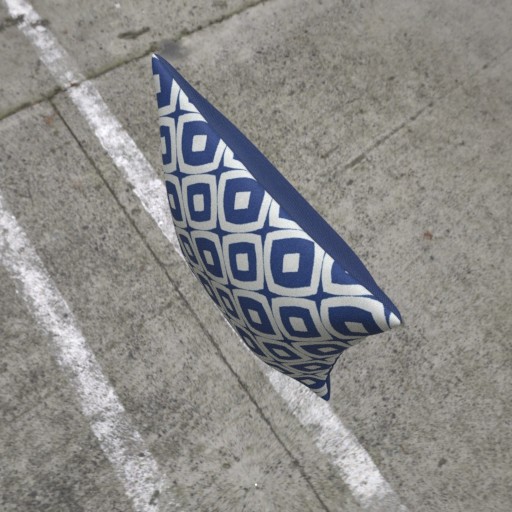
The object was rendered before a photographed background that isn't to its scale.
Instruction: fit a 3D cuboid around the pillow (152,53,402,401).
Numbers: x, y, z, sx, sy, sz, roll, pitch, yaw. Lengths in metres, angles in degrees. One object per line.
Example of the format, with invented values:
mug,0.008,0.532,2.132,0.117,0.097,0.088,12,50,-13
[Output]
pillow,0.000,0.000,0.764,0.188,0.494,0.504,-33,67,-16
